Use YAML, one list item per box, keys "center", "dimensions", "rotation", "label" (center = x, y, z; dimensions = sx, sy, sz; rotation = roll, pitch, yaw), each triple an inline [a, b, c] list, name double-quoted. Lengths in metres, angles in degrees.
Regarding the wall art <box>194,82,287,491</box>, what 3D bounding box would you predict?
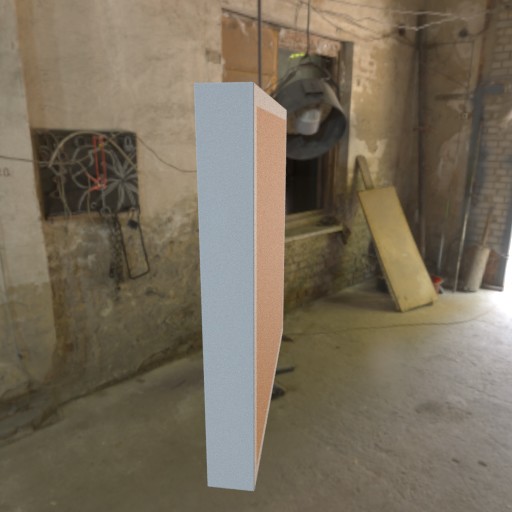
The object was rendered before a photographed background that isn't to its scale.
- center: [0.000, 0.000, 0.461]
  dimensions: [0.038, 0.305, 0.305]
  rotation: [2, 15, 7]
  label: "wall art"
